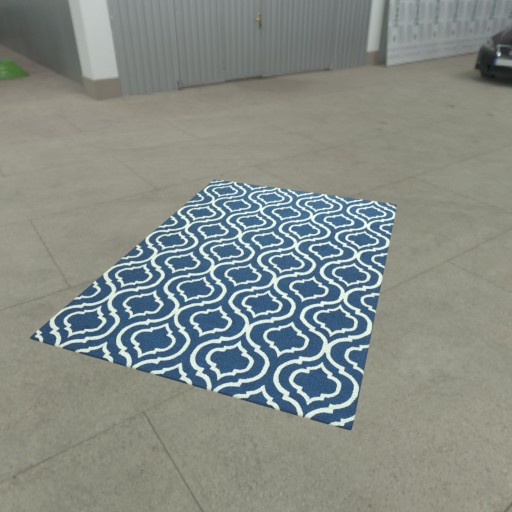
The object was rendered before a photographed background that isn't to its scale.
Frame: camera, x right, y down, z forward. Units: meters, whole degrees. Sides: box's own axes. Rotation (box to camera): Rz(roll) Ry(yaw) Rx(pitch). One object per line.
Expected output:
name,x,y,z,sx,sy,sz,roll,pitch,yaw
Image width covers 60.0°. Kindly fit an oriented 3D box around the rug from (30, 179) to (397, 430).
rug,0.000,0.000,2.740,1.524,0.010,2.134,10,33,17
